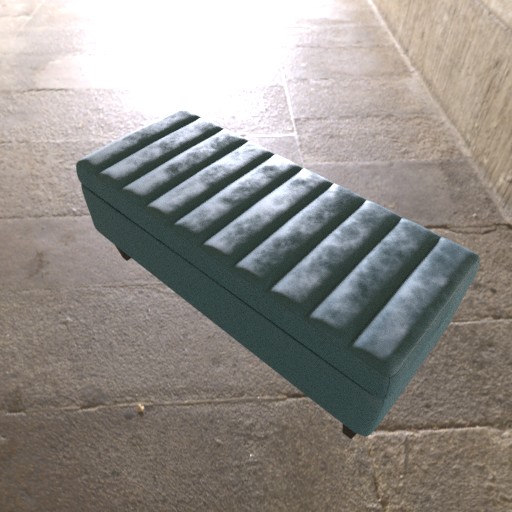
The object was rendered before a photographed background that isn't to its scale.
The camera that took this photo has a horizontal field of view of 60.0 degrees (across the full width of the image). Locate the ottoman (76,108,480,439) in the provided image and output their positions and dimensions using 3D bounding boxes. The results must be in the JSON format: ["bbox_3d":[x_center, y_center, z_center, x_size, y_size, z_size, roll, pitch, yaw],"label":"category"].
[{"bbox_3d":[0.000,0.000,1.417,1.151,0.469,0.482,33,55,27],"label":"ottoman"}]
